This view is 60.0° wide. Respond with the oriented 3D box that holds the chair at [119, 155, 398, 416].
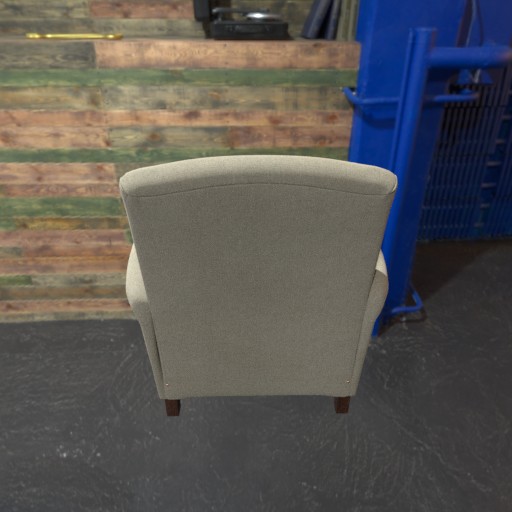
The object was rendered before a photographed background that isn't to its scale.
[{"bbox_3d":[0.000,0.000,1.765,0.978,1.061,0.905,-1,30,-1],"label":"chair"}]
